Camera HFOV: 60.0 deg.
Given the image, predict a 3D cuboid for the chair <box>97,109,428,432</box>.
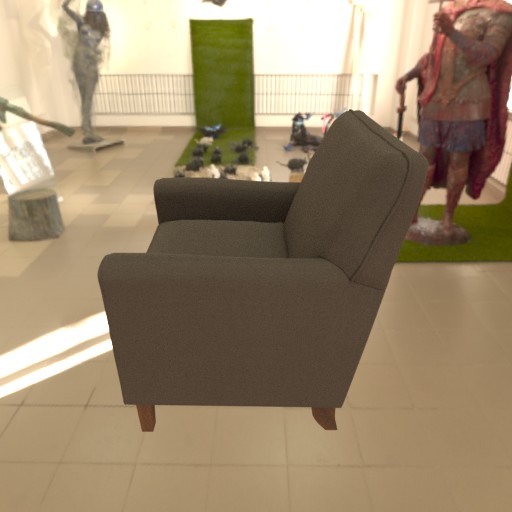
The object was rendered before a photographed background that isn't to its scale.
[{"bbox_3d":[0.000,0.000,1.588,0.831,0.911,0.836,0,27,0],"label":"chair"}]
